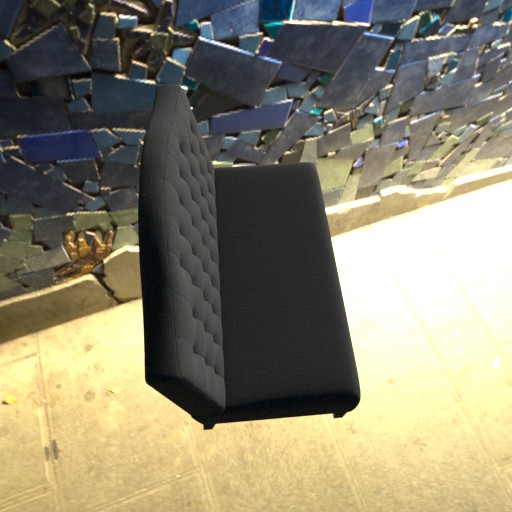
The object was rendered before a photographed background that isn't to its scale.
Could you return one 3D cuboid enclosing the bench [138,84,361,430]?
[{"bbox_3d":[0.000,0.000,2.050,0.815,1.180,1.335,-4,60,-2],"label":"bench"}]
